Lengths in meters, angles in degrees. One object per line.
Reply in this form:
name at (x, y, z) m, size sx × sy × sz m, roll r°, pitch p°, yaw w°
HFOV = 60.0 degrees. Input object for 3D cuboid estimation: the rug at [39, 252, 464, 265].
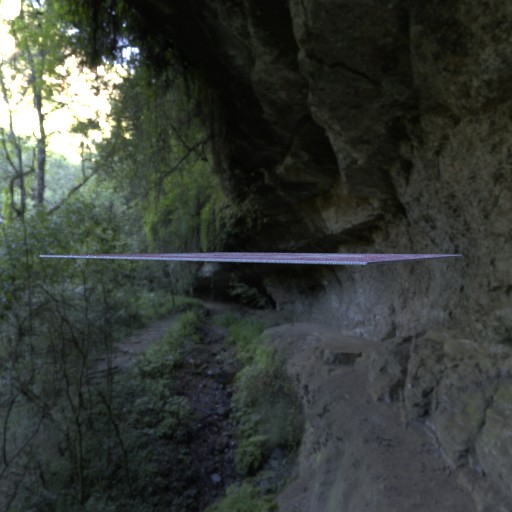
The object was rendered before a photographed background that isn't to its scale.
rug at (0.000, 0.000, 4.120) m, size 3.123 × 0.017 × 2.447 m, roll 1°, pitch 1°, yaw 35°
